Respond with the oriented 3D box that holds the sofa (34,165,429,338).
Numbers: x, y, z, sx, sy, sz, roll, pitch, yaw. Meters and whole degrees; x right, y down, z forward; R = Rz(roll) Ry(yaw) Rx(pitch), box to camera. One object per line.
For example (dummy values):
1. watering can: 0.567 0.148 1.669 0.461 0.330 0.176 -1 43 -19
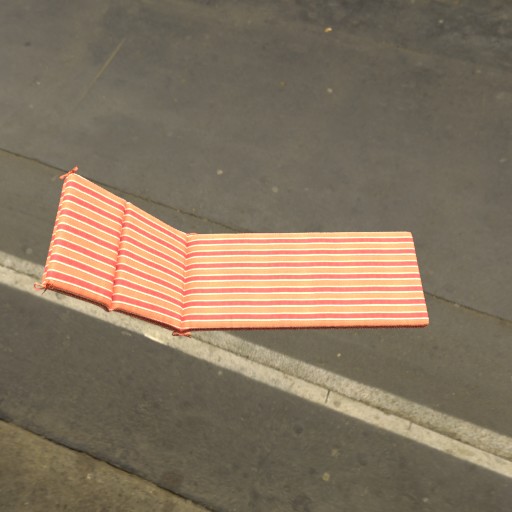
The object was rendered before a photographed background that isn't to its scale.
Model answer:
1. sofa: 0.000 0.000 2.014 1.663 0.622 0.582 -1 63 0
